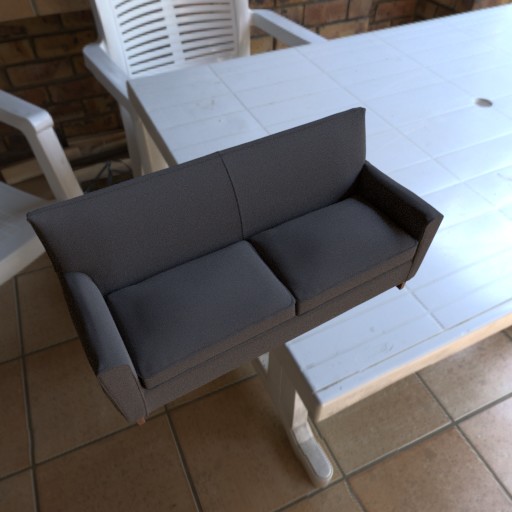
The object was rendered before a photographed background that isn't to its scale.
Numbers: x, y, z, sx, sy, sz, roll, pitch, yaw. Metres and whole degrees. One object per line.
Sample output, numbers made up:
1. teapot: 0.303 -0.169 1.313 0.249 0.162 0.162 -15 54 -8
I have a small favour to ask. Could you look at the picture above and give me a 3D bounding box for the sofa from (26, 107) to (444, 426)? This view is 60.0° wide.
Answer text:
1. sofa: 0.000 0.000 2.469 2.002 0.907 0.843 -23 51 -20
